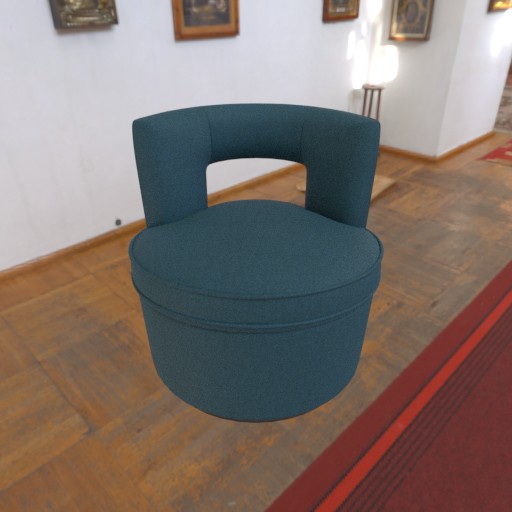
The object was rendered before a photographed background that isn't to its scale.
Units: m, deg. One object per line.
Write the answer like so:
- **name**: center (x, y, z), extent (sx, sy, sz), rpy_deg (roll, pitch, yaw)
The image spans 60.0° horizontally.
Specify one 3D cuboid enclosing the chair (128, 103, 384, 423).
- **chair**: center (0.000, 0.000, 1.238), extent (0.684, 0.711, 0.660), rpy_deg (0, 30, 0)
